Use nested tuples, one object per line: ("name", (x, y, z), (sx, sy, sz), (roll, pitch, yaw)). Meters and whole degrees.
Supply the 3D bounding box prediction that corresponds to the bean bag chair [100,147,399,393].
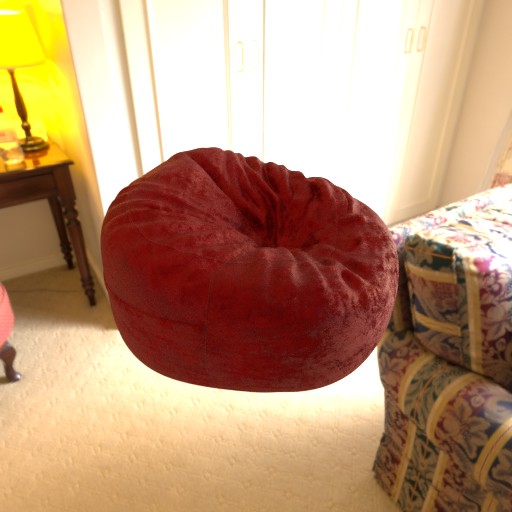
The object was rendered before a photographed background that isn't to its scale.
("bean bag chair", (0.000, 0.000, 2.447), (1.524, 0.878, 1.524), (11, 33, 17))
